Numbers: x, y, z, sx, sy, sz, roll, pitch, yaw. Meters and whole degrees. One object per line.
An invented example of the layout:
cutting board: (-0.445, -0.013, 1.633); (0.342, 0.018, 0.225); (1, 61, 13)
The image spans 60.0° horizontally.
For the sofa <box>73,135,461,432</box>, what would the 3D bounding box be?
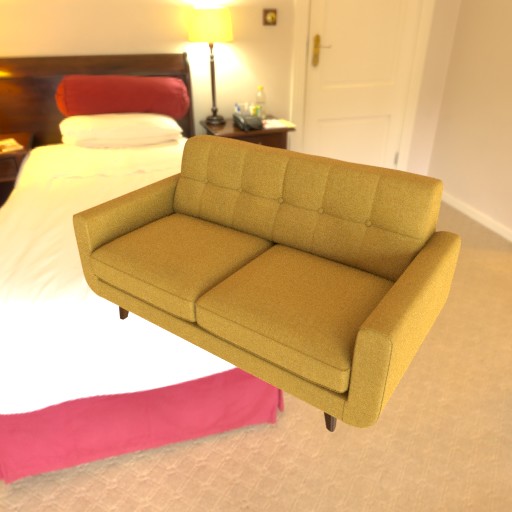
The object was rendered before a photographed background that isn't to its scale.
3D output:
sofa: (0.000, 0.000, 2.138); (1.631, 0.841, 0.909); (19, 34, 30)
